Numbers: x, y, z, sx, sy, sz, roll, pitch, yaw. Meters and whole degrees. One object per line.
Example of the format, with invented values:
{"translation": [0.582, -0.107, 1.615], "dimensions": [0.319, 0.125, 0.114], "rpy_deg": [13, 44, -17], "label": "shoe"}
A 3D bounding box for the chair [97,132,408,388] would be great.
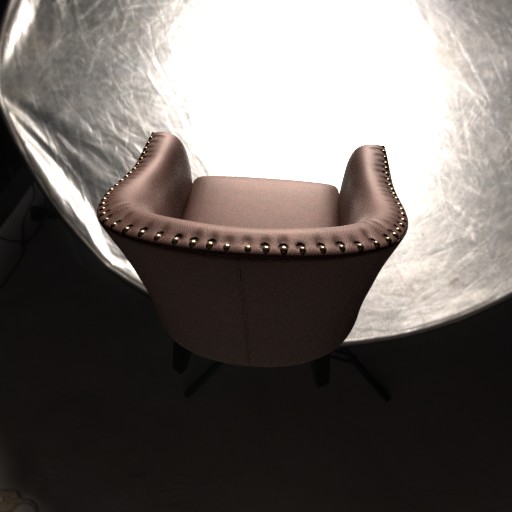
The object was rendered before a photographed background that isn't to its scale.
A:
{"translation": [0.000, 0.000, 1.412], "dimensions": [0.794, 0.823, 0.748], "rpy_deg": [4, 48, 4], "label": "chair"}
